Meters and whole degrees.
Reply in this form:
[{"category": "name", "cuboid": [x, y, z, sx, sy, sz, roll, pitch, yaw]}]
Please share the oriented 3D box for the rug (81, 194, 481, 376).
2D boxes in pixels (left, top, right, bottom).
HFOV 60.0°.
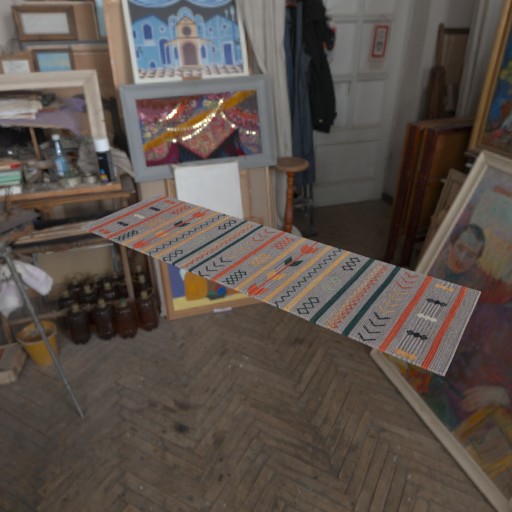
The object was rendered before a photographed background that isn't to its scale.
[{"category": "rug", "cuboid": [0.000, 0.000, 2.699, 2.419, 0.022, 0.744, 19, 35, 30]}]
